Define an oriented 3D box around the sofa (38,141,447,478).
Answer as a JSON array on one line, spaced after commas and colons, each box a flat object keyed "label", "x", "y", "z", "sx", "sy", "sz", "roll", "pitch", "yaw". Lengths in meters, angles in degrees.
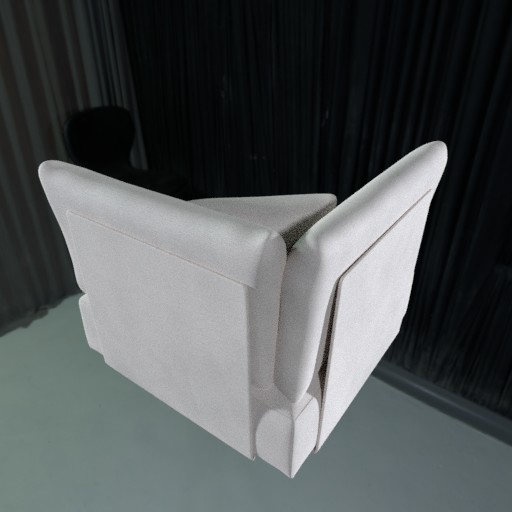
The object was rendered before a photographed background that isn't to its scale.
[{"label": "sofa", "x": 0.000, "y": 0.000, "z": 1.673, "sx": 1.000, "sy": 0.820, "sz": 1.000, "roll": 20, "pitch": 37, "yaw": 30}]
